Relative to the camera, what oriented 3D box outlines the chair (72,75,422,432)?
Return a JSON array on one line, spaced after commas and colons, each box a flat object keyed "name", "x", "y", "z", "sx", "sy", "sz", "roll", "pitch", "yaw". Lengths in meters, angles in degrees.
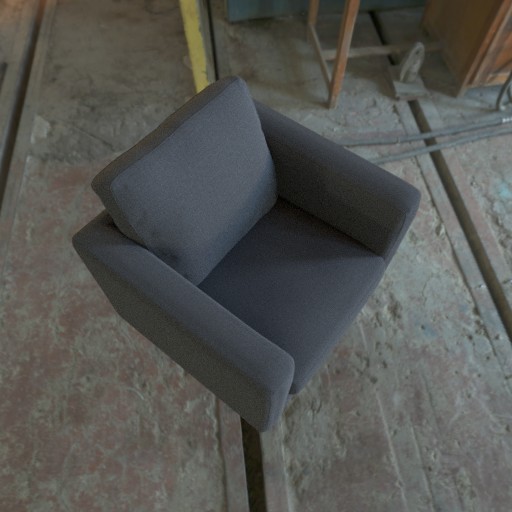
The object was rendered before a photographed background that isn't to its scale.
[{"name": "chair", "x": 0.000, "y": 0.000, "z": 1.589, "sx": 0.800, "sy": 0.927, "sz": 0.854, "roll": 34, "pitch": 65, "yaw": 18}]
